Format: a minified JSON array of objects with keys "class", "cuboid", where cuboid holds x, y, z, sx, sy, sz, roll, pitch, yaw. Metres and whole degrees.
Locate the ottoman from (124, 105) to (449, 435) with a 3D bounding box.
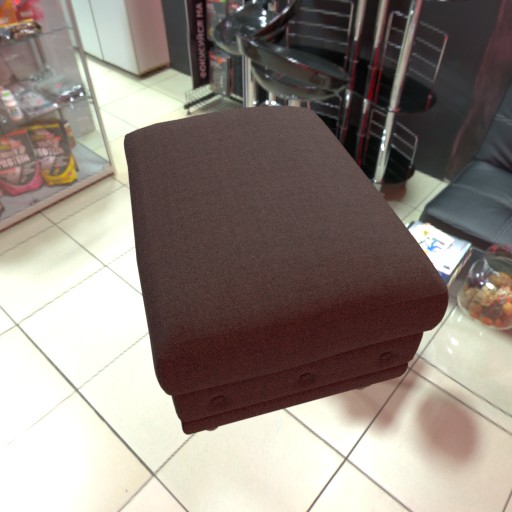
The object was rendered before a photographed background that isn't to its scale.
[{"class":"ottoman","cuboid":[0.000,0.000,1.210,0.599,0.555,0.809,-11,47,-11]}]
